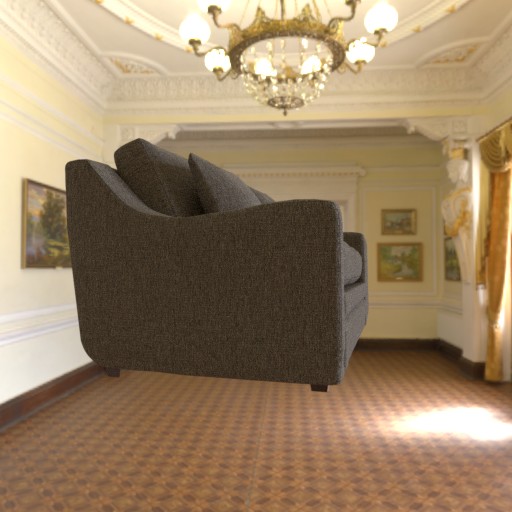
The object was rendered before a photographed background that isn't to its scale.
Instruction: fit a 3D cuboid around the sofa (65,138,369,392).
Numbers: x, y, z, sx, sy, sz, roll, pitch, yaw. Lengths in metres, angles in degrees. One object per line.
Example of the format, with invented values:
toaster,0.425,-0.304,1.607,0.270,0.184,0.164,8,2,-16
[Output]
sofa,0.000,0.000,2.435,1.120,0.991,1.778,0,-2,17
